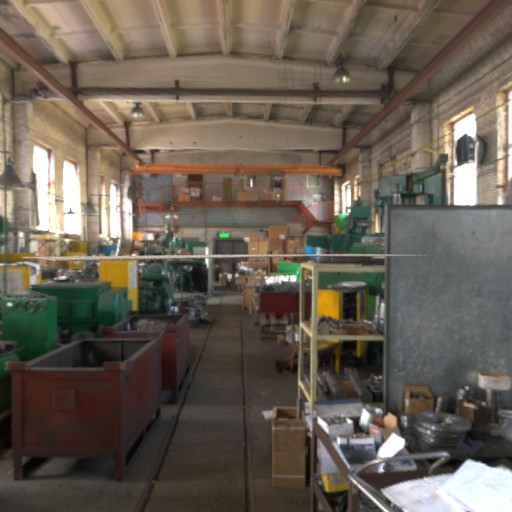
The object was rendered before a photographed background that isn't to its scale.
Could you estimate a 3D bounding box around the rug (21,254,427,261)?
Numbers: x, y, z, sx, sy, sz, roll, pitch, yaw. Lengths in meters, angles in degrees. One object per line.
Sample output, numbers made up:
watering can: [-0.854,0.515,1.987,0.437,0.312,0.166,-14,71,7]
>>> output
rug: [0.000,0.000,2.573,2.335,0.013,0.697,-1,1,-36]
